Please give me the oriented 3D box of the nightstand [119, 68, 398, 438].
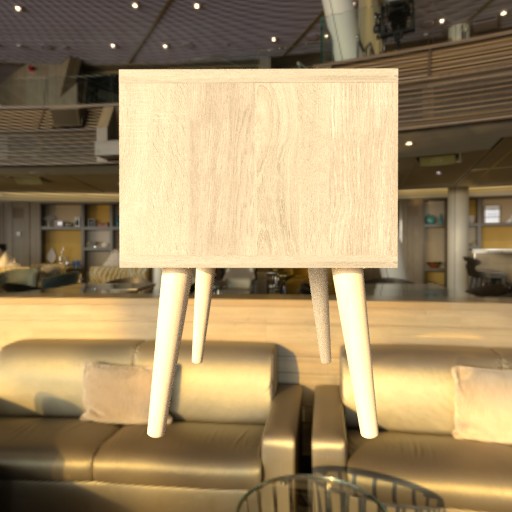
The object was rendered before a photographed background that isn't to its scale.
[{"bbox_3d":[0.000,0.000,0.815,0.380,0.500,0.450,0,1,0],"label":"nightstand"}]
